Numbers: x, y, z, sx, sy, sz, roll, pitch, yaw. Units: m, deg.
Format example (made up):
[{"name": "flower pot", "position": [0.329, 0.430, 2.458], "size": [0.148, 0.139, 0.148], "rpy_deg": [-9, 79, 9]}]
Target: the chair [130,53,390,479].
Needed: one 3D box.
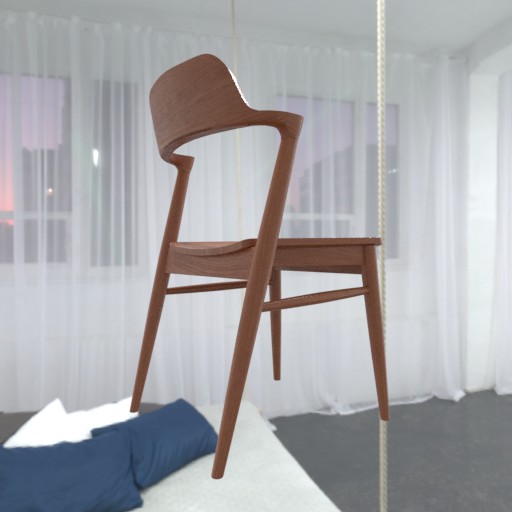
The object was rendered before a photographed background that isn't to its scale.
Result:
[{"name": "chair", "position": [0.000, 0.000, 1.113], "size": [0.499, 0.801, 0.496], "rpy_deg": [0, 0, -36]}]
